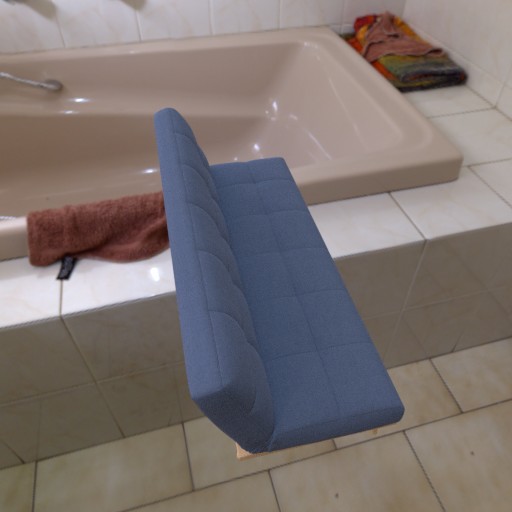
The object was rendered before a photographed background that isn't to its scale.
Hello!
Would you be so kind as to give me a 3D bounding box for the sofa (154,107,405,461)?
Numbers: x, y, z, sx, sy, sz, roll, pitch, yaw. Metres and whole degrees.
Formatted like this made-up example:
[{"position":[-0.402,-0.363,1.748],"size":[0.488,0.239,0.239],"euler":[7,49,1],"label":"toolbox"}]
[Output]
[{"position":[0.000,0.000,2.217],"size":[0.796,0.800,1.800],"euler":[-9,46,-9],"label":"sofa"}]
